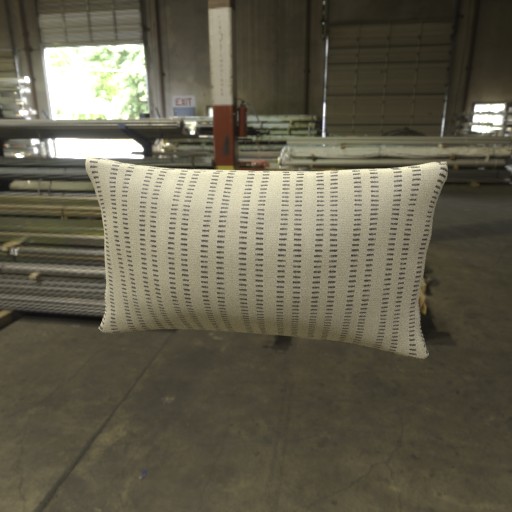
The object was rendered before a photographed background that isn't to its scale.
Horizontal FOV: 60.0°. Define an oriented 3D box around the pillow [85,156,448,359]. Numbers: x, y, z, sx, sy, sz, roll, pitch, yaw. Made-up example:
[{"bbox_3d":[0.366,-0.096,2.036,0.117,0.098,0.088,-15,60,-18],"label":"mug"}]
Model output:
[{"bbox_3d":[0.000,0.000,0.818,0.640,0.353,0.210,3,17,9],"label":"pillow"}]
